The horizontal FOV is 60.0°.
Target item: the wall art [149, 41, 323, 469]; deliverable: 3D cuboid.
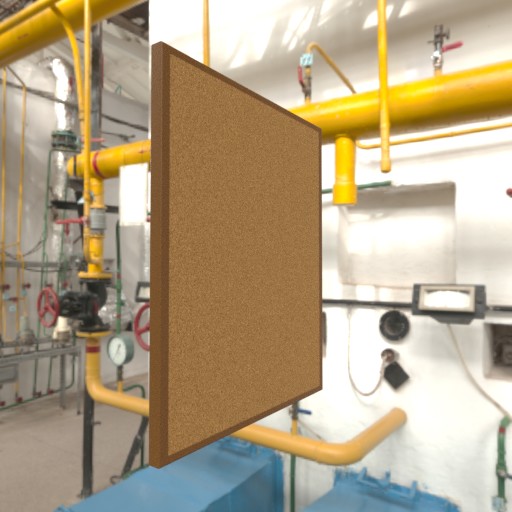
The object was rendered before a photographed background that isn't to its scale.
[{"bbox_3d":[0.000,0.000,0.755,0.021,0.550,0.449,-1,-2,36],"label":"wall art"}]
